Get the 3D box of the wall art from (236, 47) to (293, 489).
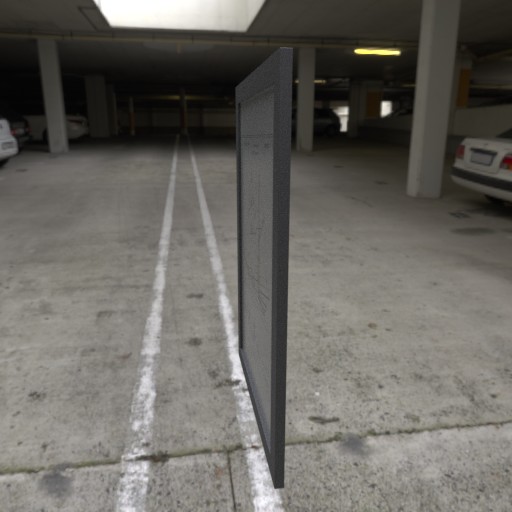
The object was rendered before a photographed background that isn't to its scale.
[{"bbox_3d":[0.000,0.000,0.695,0.013,0.534,0.380,-2,15,-9],"label":"wall art"}]
